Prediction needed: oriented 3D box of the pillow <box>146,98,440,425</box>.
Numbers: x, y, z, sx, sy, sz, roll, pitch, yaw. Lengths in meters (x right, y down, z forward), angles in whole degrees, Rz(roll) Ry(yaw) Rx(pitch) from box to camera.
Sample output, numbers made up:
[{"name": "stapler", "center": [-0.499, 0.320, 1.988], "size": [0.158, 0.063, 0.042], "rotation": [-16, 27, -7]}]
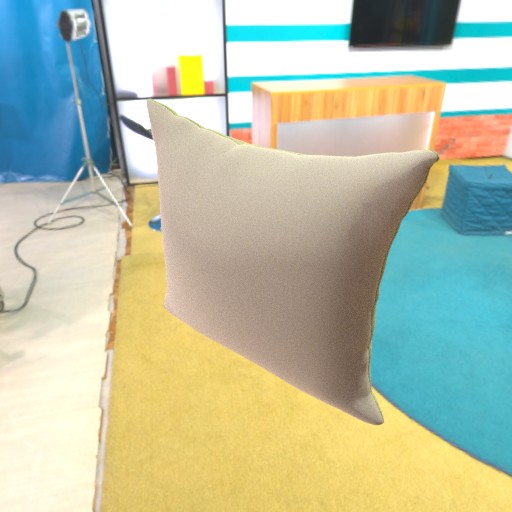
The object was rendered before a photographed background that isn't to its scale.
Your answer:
[{"name": "pillow", "center": [0.000, 0.000, 0.796], "size": [0.560, 0.487, 0.229], "rotation": [21, 36, 33]}]
